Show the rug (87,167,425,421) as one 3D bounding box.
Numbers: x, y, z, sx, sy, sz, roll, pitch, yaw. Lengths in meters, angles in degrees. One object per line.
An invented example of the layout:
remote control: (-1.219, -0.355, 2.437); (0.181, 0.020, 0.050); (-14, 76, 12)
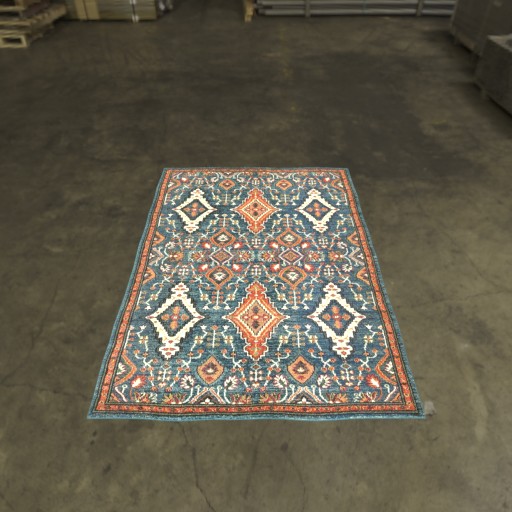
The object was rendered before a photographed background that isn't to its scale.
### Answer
rug: (0.000, 0.000, 2.983); (1.622, 0.009, 2.373); (0, 41, 0)
